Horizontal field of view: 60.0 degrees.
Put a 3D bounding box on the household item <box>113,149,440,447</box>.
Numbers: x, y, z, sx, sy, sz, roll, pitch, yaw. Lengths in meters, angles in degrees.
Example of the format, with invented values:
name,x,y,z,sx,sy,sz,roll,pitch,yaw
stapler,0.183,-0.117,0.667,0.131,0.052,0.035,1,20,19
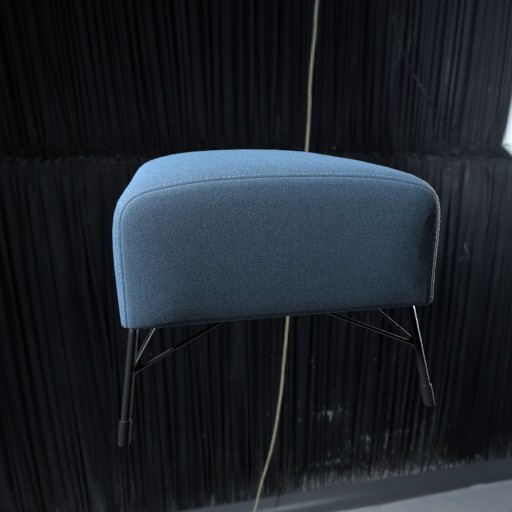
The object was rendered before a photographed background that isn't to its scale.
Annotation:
name,x,y,z,sx,sy,sz,roll,pitch,yaw
household item,0.000,0.000,0.906,0.530,0.420,0.530,-3,16,-11
